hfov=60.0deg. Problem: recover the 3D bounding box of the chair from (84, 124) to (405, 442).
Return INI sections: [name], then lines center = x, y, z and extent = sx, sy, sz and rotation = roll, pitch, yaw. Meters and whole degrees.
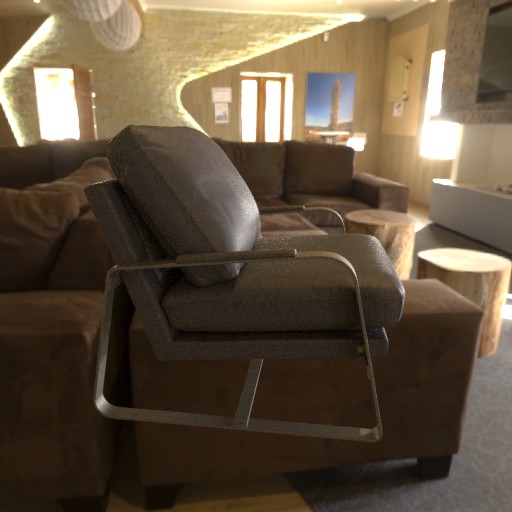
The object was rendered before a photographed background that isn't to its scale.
[chair]
center = 0.000, 0.000, 1.478
extent = 0.878, 0.839, 0.692
rotation = 2, 17, 7
